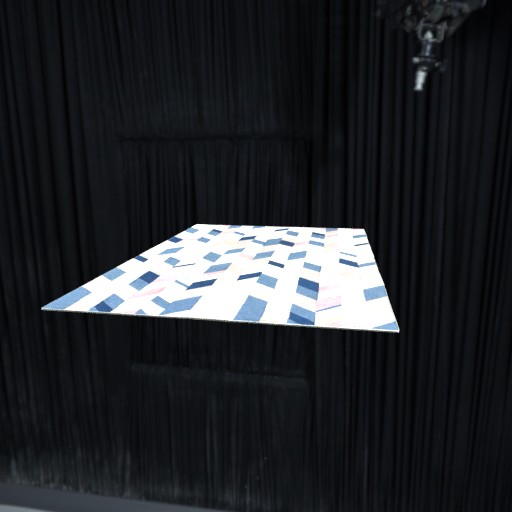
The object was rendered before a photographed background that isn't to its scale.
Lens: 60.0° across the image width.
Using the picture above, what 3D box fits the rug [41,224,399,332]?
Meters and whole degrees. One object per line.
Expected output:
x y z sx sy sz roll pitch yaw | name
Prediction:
0.000 0.000 2.295 1.202 0.006 1.813 2 14 10 | rug
